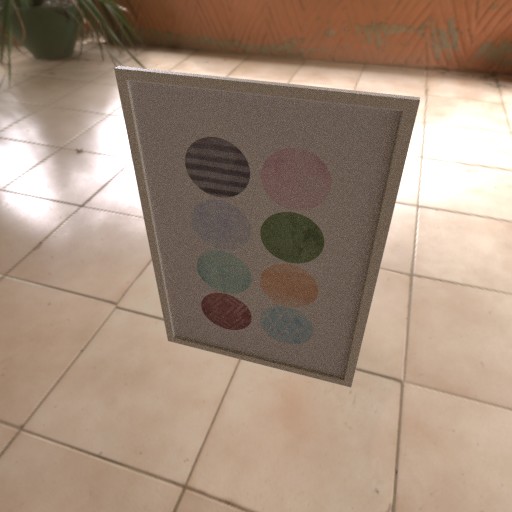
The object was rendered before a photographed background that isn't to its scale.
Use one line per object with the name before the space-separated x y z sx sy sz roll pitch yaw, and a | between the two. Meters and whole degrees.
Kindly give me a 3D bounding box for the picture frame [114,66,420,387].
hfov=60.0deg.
picture frame | 0.000 0.000 0.852 0.457 0.657 0.013 11 41 13
